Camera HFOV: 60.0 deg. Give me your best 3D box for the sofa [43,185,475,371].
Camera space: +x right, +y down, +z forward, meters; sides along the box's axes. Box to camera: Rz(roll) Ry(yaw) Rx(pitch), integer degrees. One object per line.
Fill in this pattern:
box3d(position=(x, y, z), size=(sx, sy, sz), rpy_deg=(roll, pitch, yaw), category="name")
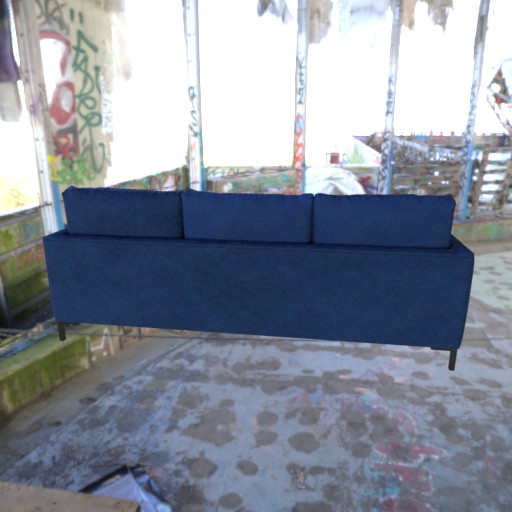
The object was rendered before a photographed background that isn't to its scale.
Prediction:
box3d(position=(0.000, 0.000, 2.699), size=(2.252, 0.879, 0.875), rpy_deg=(2, 17, 8), category="sofa")
